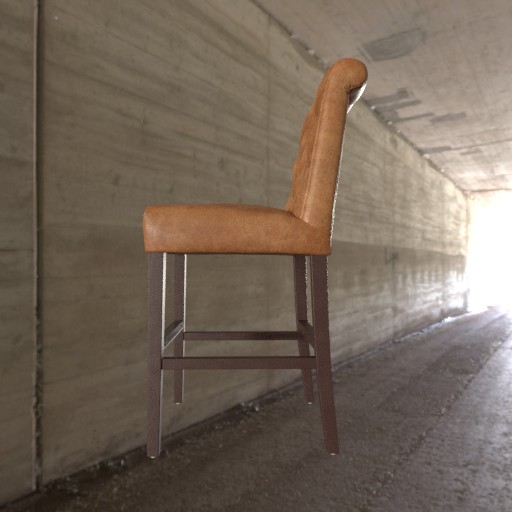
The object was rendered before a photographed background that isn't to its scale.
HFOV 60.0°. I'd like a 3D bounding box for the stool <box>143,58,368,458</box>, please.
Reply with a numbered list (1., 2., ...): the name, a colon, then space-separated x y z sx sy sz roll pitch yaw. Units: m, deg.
1. stool: 0.000 0.000 1.378 0.601 1.047 0.493 0 0 -1
